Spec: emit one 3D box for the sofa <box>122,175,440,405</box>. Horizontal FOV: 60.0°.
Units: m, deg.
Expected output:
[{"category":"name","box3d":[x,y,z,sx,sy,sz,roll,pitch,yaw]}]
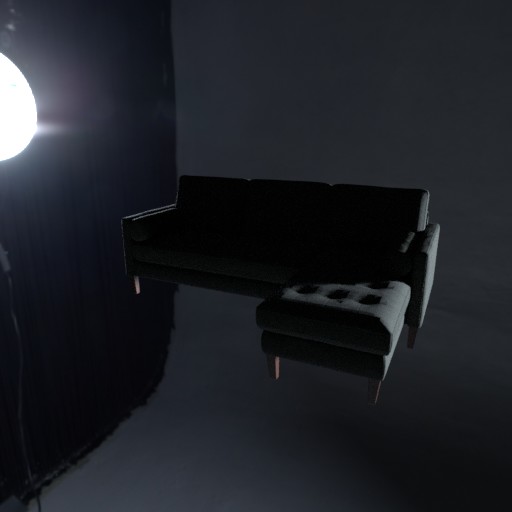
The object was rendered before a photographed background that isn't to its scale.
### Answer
[{"category":"sofa","box3d":[0.000,0.000,2.975,2.178,0.876,1.506,8,19,24]}]
